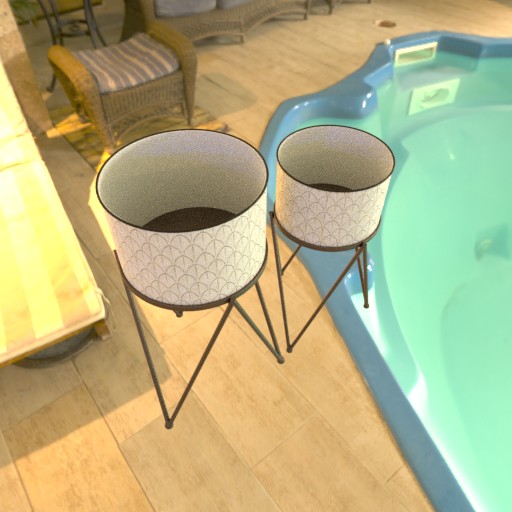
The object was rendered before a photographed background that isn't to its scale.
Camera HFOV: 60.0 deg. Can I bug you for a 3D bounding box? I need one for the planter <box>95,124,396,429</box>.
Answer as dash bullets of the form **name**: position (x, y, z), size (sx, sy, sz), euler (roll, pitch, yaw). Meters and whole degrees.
- **planter**: position (0.000, 0.000, 1.197), size (0.769, 0.712, 0.413), euler (-25, 51, -22)
